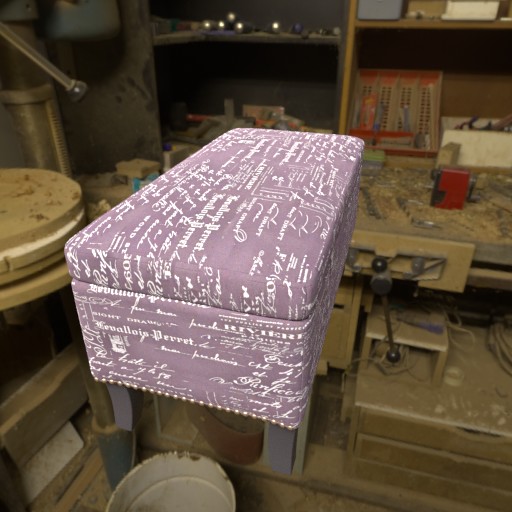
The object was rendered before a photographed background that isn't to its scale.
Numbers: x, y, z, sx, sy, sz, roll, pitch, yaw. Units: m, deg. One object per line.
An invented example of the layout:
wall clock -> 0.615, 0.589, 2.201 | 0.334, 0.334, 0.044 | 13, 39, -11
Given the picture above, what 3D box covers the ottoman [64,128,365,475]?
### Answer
ottoman -> 0.000, 0.000, 1.068 | 0.406, 0.457, 0.813 | 9, 31, 15
